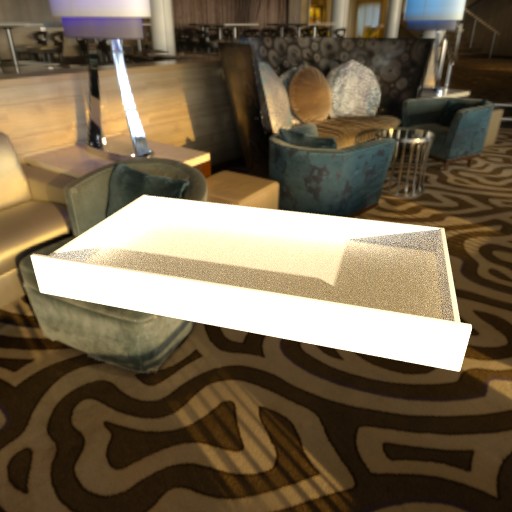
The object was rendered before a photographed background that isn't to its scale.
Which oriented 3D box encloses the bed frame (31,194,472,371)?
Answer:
[{"bbox_3d":[0.000,0.000,1.558,1.300,0.141,0.670,8,29,15],"label":"bed frame"}]
